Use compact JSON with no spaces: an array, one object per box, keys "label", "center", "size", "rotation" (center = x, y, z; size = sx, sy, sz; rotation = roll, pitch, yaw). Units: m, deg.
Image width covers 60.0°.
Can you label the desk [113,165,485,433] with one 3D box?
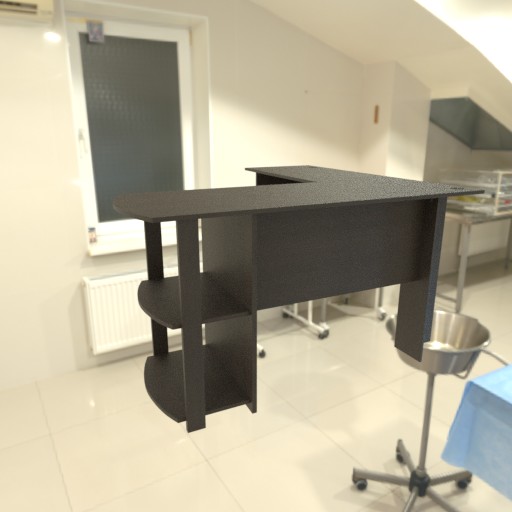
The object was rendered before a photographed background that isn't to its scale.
[{"label":"desk","center":[0.000,0.000,2.117],"size":[1.361,0.716,1.303],"rotation":[-7,18,-24]}]
